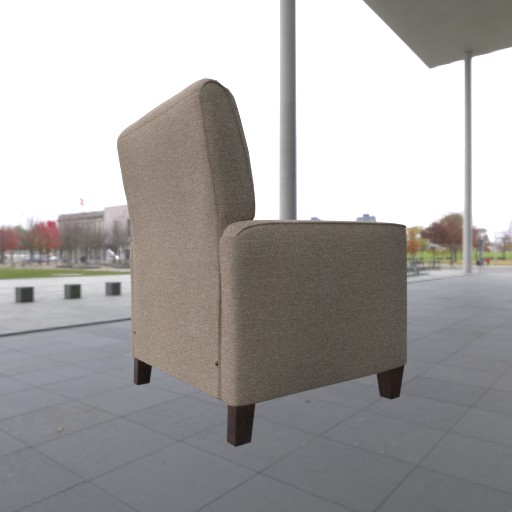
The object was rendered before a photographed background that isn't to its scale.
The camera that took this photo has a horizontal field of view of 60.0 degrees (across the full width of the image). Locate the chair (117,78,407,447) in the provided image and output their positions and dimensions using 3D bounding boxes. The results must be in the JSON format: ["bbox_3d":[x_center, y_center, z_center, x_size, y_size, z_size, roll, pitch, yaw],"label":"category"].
[{"bbox_3d":[0.000,0.000,1.690,0.858,1.028,0.841,0,0,-36],"label":"chair"}]
